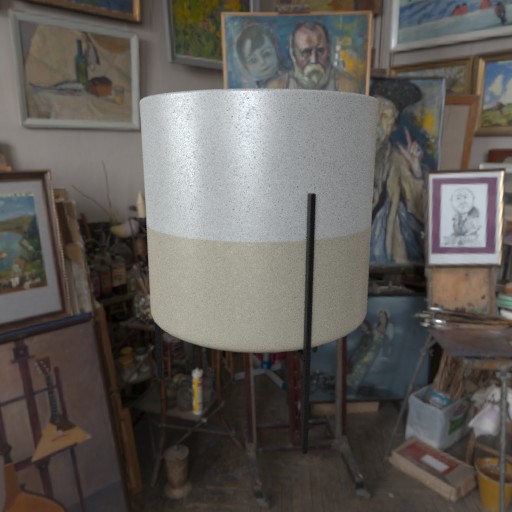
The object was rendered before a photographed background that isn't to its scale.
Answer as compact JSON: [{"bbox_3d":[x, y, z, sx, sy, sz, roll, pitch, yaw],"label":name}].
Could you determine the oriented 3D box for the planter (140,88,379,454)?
[{"bbox_3d":[0.000,0.000,0.738,0.368,0.484,0.359,2,14,9],"label":"planter"}]
